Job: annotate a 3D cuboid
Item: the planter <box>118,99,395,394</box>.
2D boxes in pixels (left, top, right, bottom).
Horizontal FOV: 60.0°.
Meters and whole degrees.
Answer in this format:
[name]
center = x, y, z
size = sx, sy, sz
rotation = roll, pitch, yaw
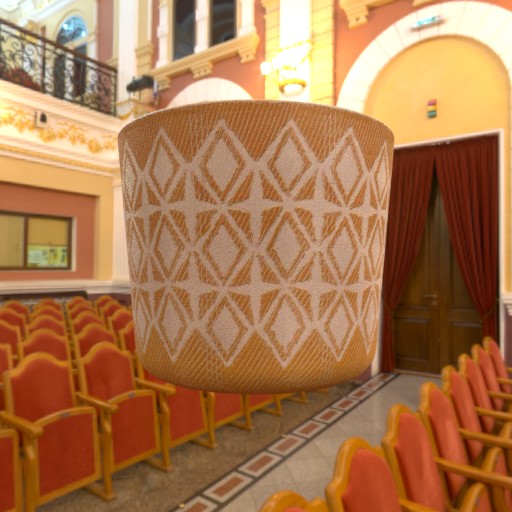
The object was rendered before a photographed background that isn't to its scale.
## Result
[planter]
center = 0.000, 0.000, 0.211
size = 0.126, 0.104, 0.126
rotation = 0, -1, 0
